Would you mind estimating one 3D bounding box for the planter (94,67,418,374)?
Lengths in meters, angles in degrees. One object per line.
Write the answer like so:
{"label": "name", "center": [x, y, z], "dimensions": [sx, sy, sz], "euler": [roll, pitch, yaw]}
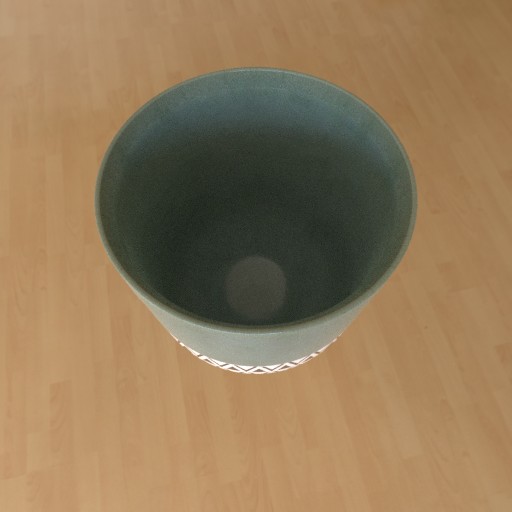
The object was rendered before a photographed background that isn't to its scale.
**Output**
{"label": "planter", "center": [0.000, 0.000, 0.370], "dimensions": [0.198, 0.214, 0.198], "euler": [0, 63, 0]}
